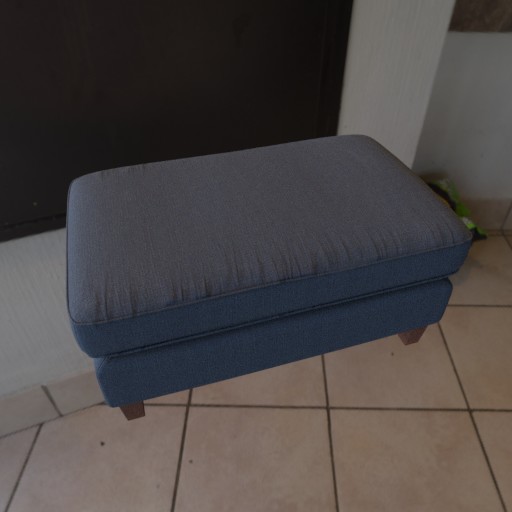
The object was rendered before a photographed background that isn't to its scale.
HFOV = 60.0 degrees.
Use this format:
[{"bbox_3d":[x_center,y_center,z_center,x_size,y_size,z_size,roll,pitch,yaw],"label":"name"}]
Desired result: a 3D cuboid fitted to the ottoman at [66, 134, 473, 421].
[{"bbox_3d":[0.000,0.000,1.194,0.885,0.438,0.570,-12,43,-13],"label":"ottoman"}]
